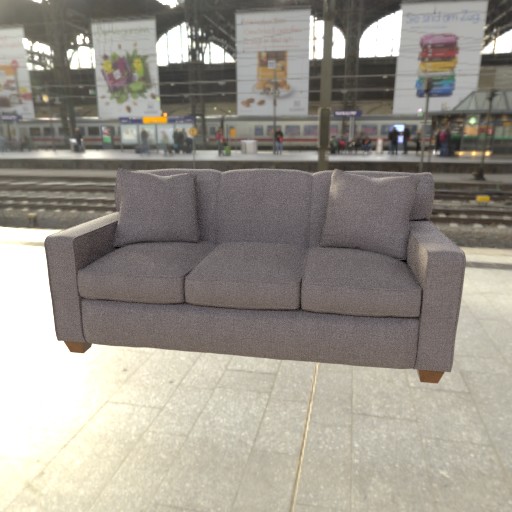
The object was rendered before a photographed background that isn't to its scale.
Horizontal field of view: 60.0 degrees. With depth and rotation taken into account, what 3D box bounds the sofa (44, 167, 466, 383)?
[{"bbox_3d":[0.000,0.000,2.533,2.024,0.958,0.997,3,15,9],"label":"sofa"}]
